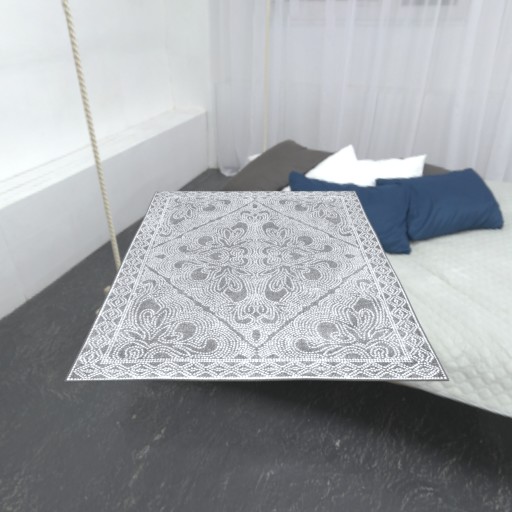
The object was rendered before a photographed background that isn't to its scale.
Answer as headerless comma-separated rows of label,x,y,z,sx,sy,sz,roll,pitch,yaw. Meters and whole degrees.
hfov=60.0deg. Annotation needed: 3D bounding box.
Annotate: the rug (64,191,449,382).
rug,0.000,0.000,4.067,2.438,0.012,3.048,0,31,0
